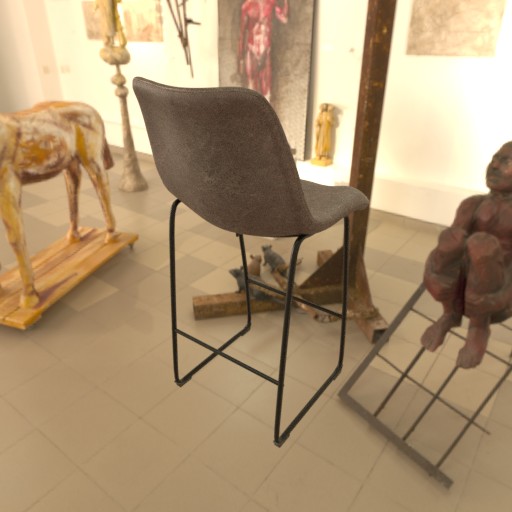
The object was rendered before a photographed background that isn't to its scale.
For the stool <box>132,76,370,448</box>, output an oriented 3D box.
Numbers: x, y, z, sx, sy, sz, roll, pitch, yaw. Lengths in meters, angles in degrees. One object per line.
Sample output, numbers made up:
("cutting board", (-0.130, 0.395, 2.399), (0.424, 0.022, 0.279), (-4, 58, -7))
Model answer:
("stool", (0.000, 0.000, 1.398), (0.514, 1.082, 0.561), (19, 34, 32))
